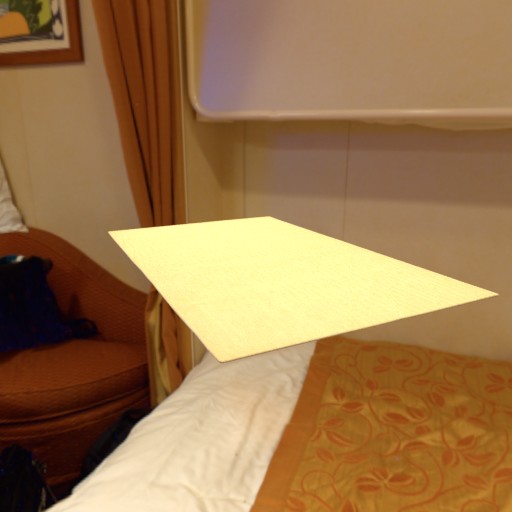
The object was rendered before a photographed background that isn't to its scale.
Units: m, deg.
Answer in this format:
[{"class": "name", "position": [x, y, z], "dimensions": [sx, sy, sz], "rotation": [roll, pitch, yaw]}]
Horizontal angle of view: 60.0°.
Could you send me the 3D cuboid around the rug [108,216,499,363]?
[{"class": "rug", "position": [0.000, 0.000, 2.958], "dimensions": [1.531, 0.014, 2.441], "rotation": [-8, 17, -26]}]
